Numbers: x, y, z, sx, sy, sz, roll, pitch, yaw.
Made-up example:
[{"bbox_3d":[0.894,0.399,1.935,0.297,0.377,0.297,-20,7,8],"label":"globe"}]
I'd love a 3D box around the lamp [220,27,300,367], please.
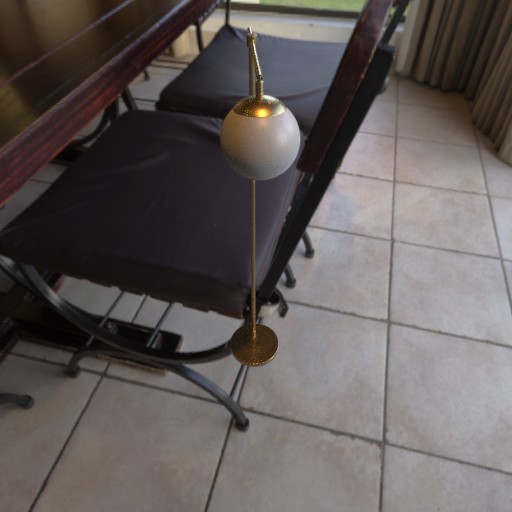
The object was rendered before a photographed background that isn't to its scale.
[{"bbox_3d":[0.000,0.000,1.699,0.249,1.505,0.476,-3,45,-3],"label":"lamp"}]
